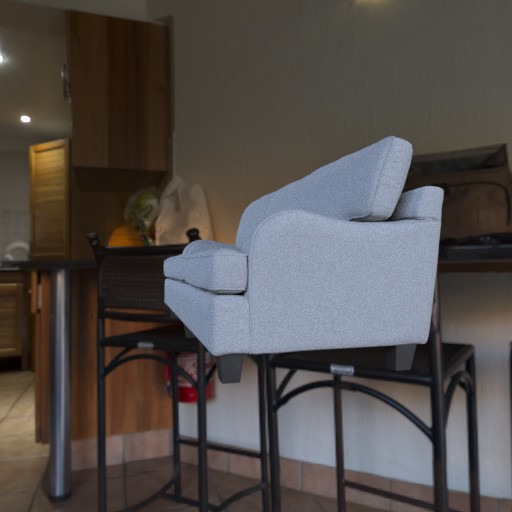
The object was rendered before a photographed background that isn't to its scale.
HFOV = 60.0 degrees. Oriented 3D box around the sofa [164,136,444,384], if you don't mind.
[{"bbox_3d":[0.000,0.000,2.826,1.016,0.997,2.323,0,-1,-16],"label":"sofa"}]
